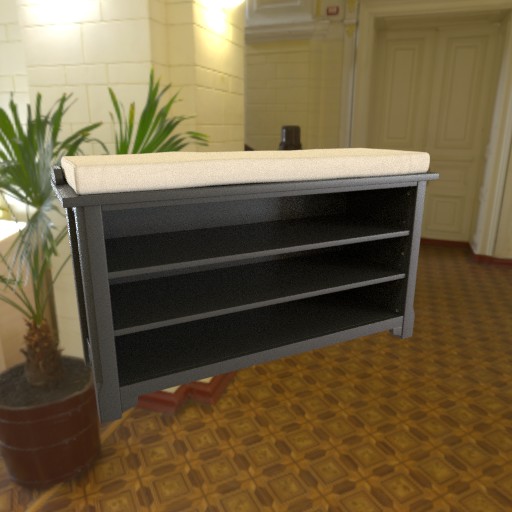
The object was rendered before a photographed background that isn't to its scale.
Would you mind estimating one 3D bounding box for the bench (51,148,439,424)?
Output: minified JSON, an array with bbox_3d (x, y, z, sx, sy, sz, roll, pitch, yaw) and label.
[{"bbox_3d":[0.000,0.000,1.232,0.973,0.561,0.345,-8,18,-26],"label":"bench"}]
